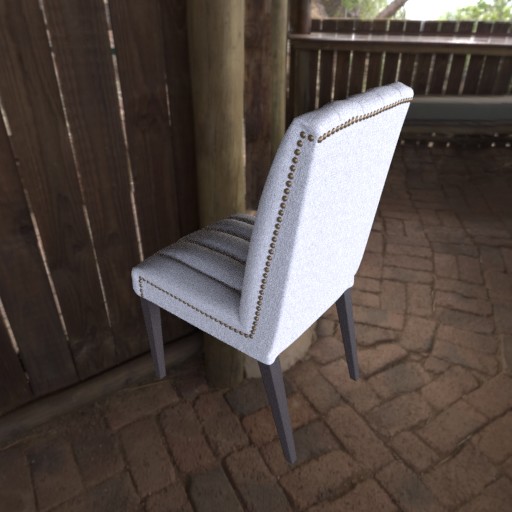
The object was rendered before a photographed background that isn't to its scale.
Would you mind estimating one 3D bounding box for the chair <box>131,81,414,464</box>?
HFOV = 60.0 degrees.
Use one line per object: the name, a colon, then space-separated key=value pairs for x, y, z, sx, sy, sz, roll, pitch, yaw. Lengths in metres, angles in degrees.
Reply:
chair: x=0.000 y=0.000 z=1.365 sx=0.647 sy=1.016 sz=0.511 roll=21 pitch=37 yaw=32
